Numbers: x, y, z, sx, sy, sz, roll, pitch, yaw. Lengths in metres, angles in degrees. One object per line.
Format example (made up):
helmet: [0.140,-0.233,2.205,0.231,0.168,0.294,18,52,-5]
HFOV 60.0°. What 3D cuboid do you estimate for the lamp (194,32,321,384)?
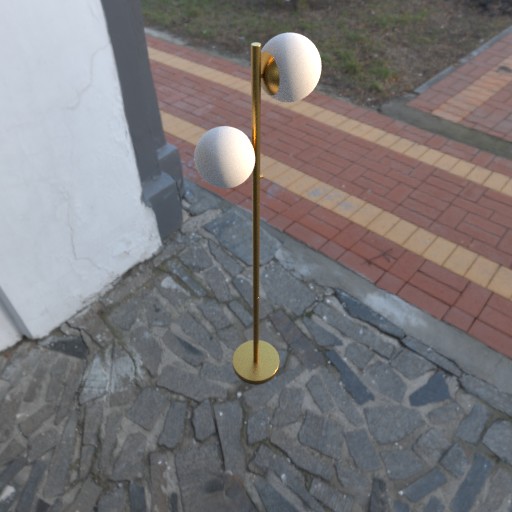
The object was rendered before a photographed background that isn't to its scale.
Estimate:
lamp: [0.000,0.000,1.782,0.419,1.641,0.249,-24,50,-22]
